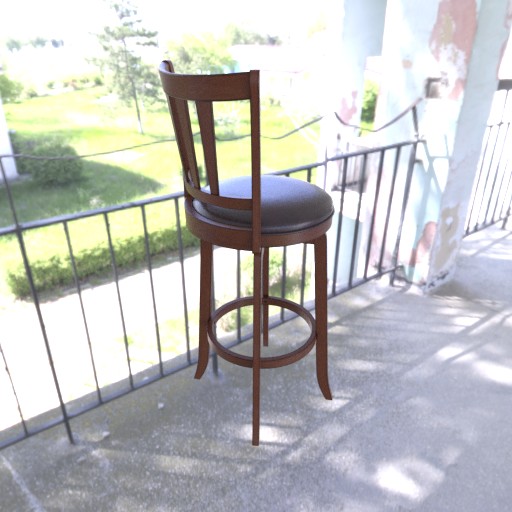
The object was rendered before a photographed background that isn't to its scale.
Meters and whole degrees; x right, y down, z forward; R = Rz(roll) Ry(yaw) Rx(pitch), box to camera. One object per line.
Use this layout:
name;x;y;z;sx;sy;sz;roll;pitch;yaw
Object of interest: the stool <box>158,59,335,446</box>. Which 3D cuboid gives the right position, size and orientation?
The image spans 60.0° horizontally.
stool;0.000;0.000;1.463;0.503;1.177;0.464;-18;32;-32
